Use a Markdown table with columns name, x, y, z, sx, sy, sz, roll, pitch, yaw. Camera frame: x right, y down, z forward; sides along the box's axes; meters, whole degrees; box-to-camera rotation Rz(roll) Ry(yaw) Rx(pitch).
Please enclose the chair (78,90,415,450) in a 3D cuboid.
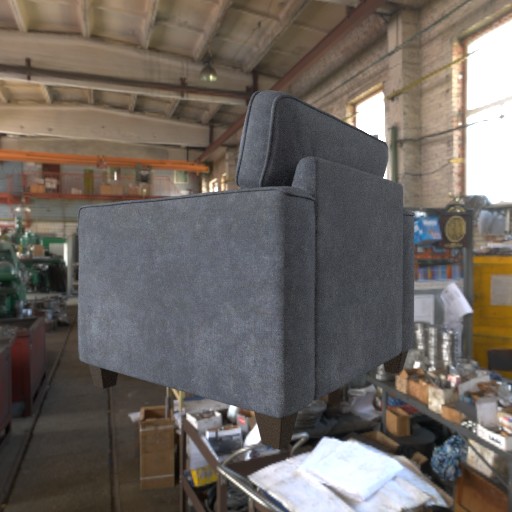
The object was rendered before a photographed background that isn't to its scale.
| name | x | y | z | sx | sy | sz | roll | pitch | yaw |
| --- | --- | --- | --- | --- | --- | --- | --- | --- | --- |
| chair | 0.000 | 0.000 | 1.738 | 0.939 | 0.965 | 1.015 | 1 | 2 | 37 |
